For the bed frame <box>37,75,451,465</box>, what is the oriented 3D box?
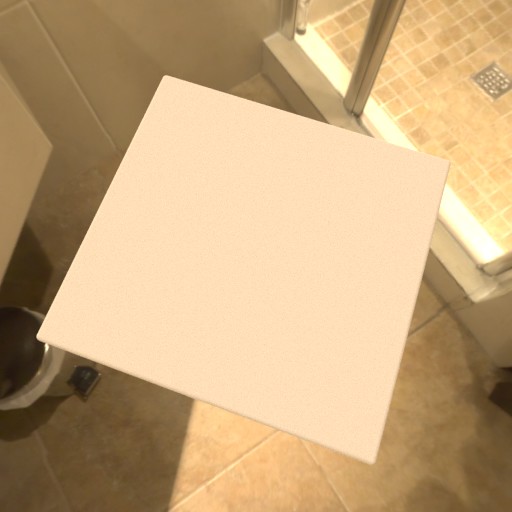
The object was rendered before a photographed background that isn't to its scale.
[{"bbox_3d":[0.000,0.000,2.966,2.033,0.525,1.935,19,74,5],"label":"bed frame"}]
